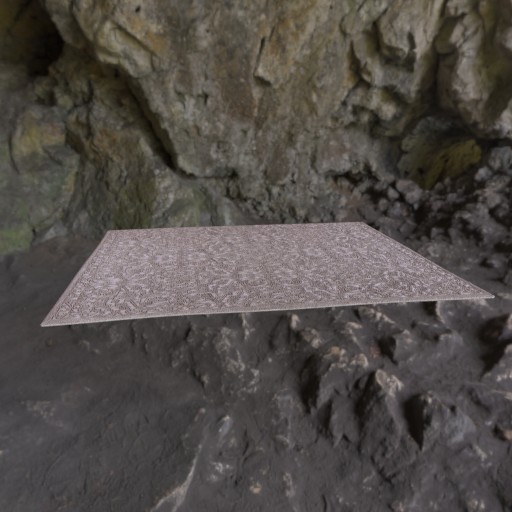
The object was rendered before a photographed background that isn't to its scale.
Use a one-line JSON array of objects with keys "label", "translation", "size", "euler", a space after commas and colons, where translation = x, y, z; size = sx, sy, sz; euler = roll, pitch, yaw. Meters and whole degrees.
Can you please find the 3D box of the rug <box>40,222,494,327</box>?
[{"label": "rug", "translation": [0.000, 0.000, 4.045], "size": [3.017, 0.035, 2.472], "euler": [-3, 17, -8]}]
